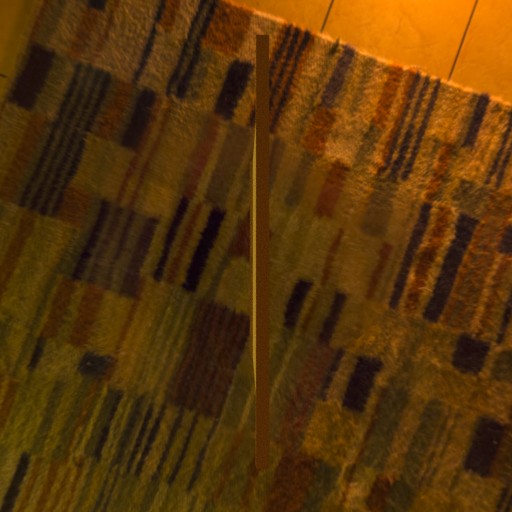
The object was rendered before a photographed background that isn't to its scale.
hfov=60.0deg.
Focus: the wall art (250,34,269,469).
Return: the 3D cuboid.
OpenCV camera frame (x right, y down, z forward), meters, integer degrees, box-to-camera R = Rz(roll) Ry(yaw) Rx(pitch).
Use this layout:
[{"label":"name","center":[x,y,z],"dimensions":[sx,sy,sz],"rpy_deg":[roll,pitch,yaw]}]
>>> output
[{"label":"wall art","center":[0.000,0.000,0.667],"dimensions":[0.012,0.508,0.405],"rpy_deg":[0,89,-1]}]
